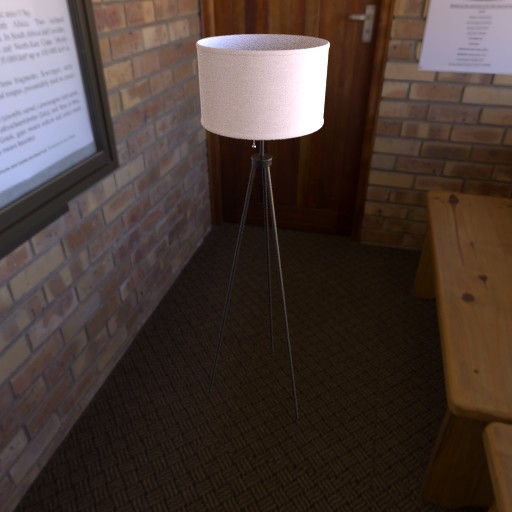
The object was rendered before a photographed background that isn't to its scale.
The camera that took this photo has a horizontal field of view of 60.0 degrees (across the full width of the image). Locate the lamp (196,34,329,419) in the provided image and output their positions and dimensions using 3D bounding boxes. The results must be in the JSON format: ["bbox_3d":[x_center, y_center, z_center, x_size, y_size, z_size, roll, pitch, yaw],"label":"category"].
[{"bbox_3d":[0.000,0.000,1.766,0.458,1.545,0.448,-9,33,-15],"label":"lamp"}]
